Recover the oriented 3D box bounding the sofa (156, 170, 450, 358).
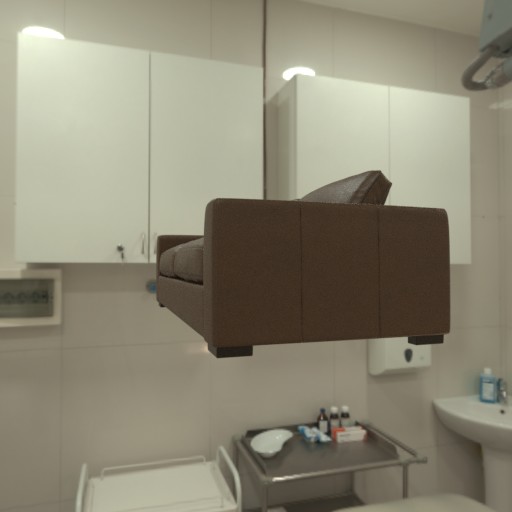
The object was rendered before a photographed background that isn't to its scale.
[{"bbox_3d":[0.000,0.000,2.814,1.070,0.801,2.262,0,-1,-18],"label":"sofa"}]
